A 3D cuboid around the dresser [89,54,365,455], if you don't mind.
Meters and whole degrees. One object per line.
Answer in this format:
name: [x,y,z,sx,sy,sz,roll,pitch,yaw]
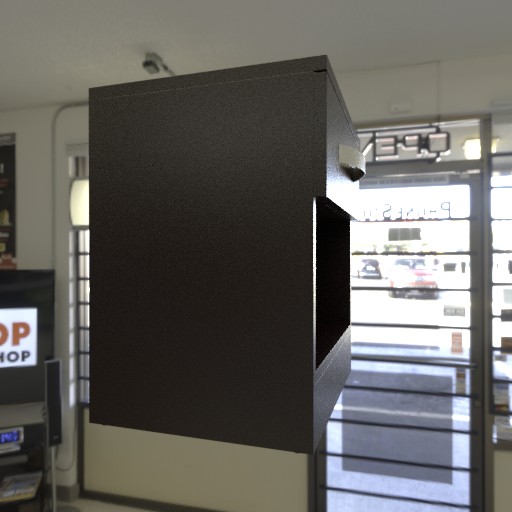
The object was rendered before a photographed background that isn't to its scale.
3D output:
dresser: [0.000,0.000,0.753,0.360,0.470,0.400,0,0,18]
